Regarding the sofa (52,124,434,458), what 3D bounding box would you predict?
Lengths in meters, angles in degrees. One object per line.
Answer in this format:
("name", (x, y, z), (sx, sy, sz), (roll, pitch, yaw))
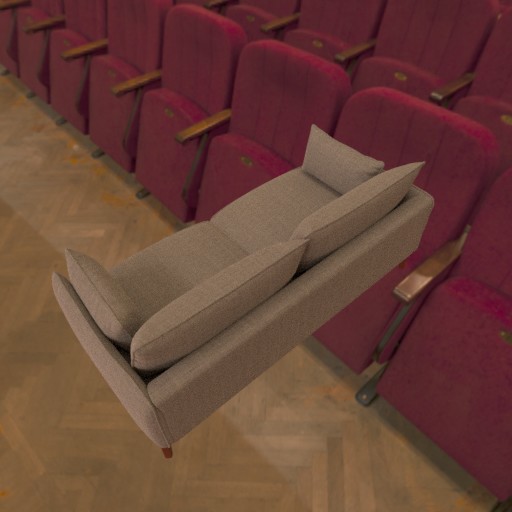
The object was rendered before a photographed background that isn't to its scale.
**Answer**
("sofa", (0.000, 0.000, 2.489), (1.989, 0.851, 0.972), (-32, 55, -27))
